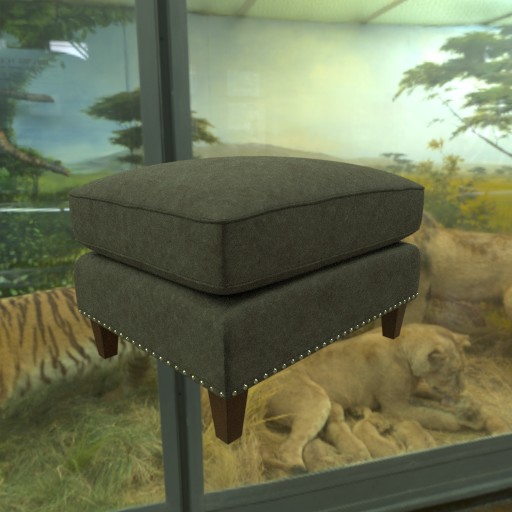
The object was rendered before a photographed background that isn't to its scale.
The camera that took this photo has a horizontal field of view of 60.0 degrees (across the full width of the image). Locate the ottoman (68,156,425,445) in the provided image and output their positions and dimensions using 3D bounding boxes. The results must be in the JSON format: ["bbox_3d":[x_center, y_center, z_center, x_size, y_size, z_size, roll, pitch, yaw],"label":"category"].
[{"bbox_3d":[0.000,0.000,1.169,0.584,0.513,0.741,14,20,43],"label":"ottoman"}]
